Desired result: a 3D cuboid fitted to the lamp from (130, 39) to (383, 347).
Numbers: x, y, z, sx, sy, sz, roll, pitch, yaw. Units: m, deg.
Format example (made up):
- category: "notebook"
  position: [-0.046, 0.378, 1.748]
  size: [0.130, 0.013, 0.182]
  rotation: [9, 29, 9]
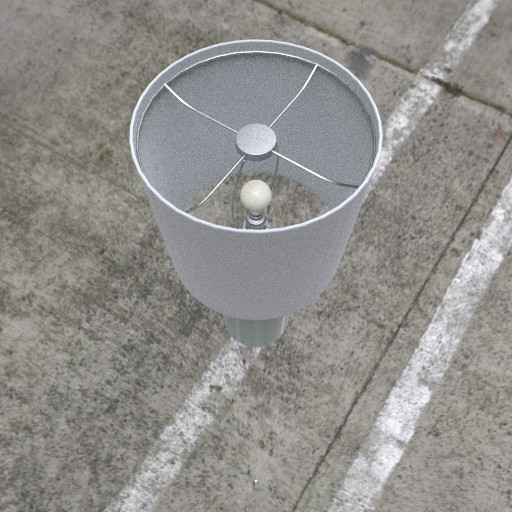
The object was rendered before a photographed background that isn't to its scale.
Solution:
- category: "lamp"
  position: [0.000, 0.000, 0.593]
  size: [0.212, 0.493, 0.212]
  rotation: [32, 67, 15]
